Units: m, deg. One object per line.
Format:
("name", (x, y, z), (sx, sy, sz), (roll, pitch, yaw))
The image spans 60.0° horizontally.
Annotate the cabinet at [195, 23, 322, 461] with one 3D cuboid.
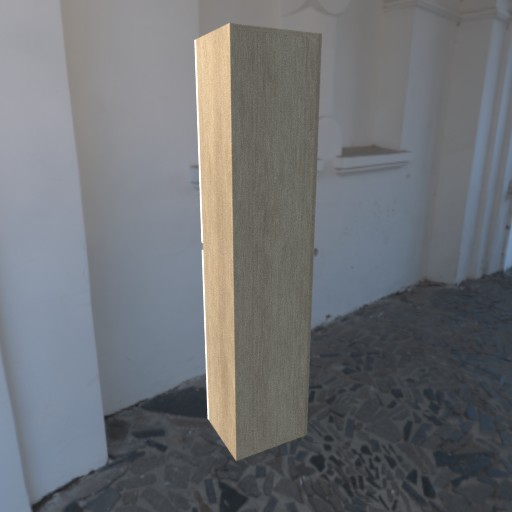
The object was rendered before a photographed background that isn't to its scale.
("cabinet", (0.000, 0.000, 1.555), (0.300, 1.400, 0.270), (-8, 18, -27))
